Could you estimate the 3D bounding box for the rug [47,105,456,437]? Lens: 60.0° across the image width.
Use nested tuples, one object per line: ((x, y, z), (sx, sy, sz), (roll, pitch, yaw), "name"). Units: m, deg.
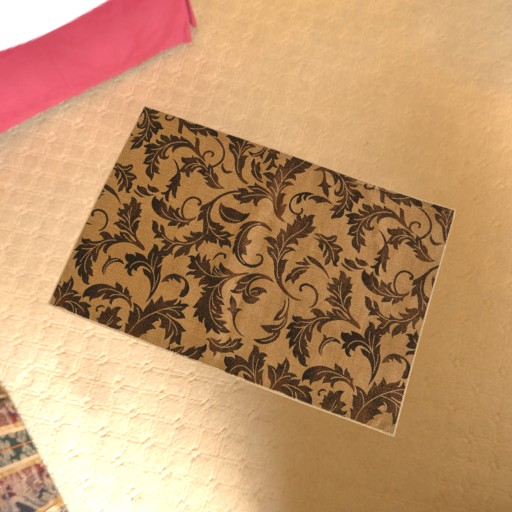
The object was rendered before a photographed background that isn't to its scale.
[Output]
((0.000, 0.000, 2.875), (2.284, 0.008, 1.522), (20, 77, 5), "rug")
